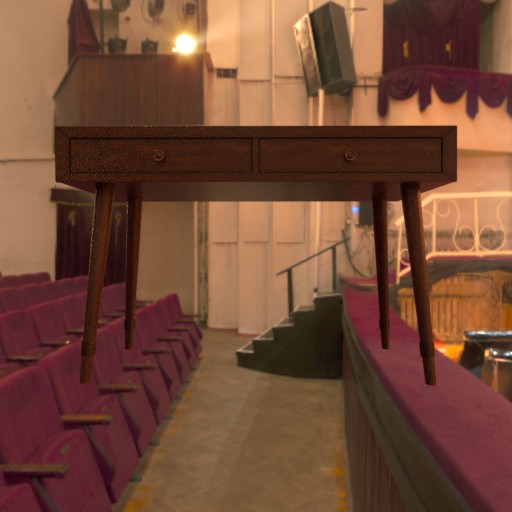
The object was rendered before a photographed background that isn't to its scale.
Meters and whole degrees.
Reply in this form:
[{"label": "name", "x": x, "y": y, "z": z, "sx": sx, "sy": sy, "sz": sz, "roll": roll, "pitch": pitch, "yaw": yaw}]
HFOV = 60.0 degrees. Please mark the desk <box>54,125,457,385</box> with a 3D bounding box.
[{"label": "desk", "x": 0.000, "y": 0.000, "z": 2.108, "sx": 1.577, "sy": 1.031, "sz": 0.734, "roll": 0, "pitch": 1, "yaw": 0}]
